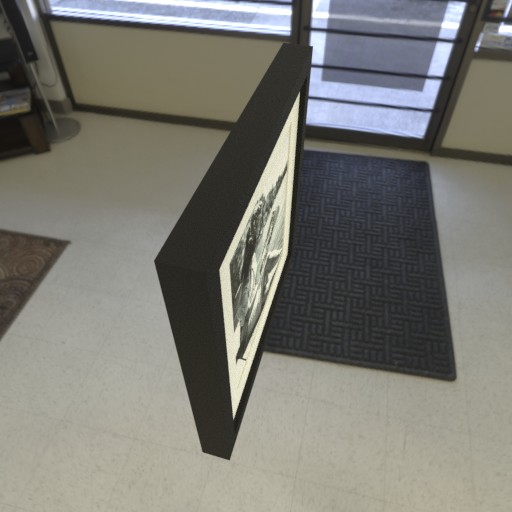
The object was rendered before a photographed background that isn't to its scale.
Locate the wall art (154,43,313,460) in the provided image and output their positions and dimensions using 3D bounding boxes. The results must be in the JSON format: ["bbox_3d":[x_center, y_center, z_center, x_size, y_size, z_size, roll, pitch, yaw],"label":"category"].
[{"bbox_3d":[0.000,0.000,0.457,0.030,0.305,0.308,12,49,11],"label":"wall art"}]
